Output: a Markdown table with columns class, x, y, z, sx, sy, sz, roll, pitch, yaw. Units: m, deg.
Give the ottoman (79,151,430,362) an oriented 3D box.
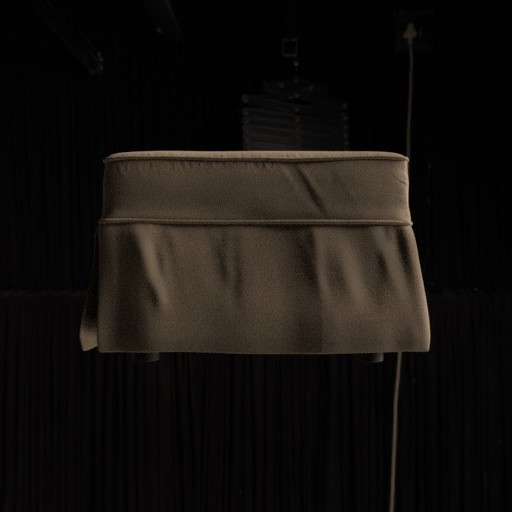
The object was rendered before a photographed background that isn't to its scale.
| class | x | y | z | sx | sy | sz | roll | pitch | yaw |
| --- | --- | --- | --- | --- | --- | --- | --- | --- | --- |
| ottoman | 0.000 | 0.000 | 1.338 | 0.721 | 0.482 | 0.959 | 0 | -1 | 0 |
